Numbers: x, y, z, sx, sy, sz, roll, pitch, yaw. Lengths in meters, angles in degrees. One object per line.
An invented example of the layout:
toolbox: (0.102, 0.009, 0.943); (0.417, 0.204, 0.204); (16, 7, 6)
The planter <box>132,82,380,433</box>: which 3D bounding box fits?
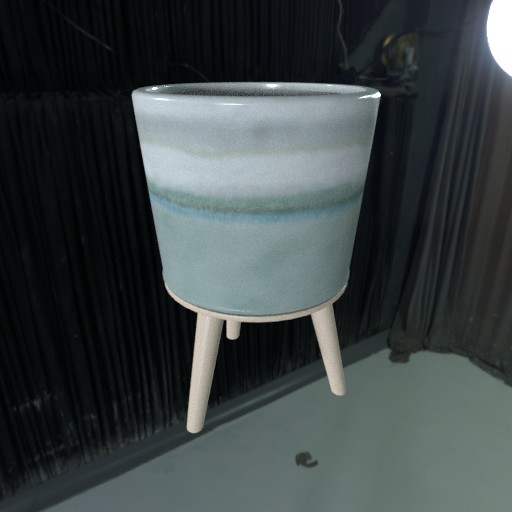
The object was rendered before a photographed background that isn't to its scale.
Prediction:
planter: (0.000, 0.000, 0.568); (0.265, 0.404, 0.265); (-17, 29, -33)
